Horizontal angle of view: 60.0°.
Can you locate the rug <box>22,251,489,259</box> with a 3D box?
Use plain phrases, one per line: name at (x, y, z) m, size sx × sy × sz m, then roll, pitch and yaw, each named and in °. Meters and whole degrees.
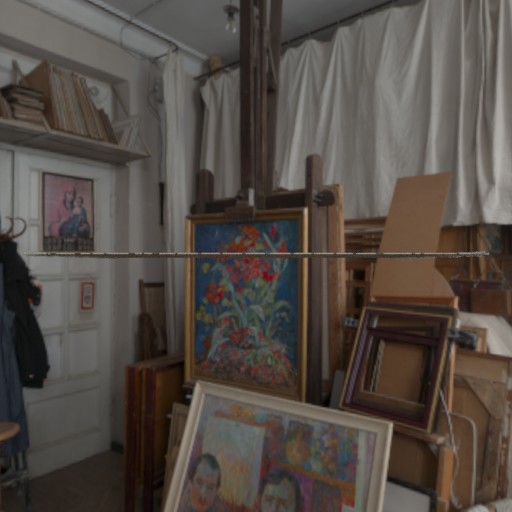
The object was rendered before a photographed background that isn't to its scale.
rug at (0.000, 0.000, 3.058) m, size 2.472 × 0.035 × 1.495 m, roll 0°, pitch -1°, yaw 0°
